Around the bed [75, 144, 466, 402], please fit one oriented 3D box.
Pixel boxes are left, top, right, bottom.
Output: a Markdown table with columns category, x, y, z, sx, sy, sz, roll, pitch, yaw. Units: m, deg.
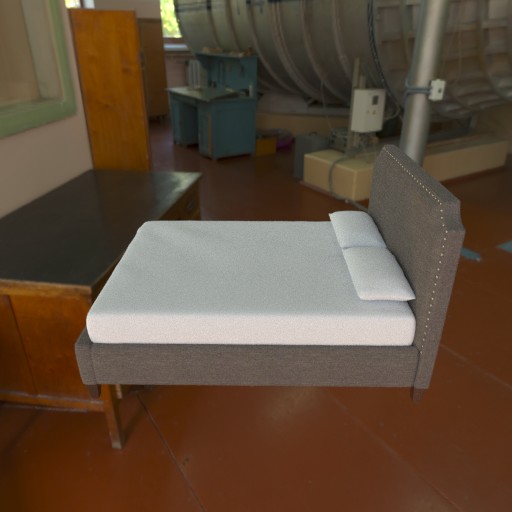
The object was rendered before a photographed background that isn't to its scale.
| category | x | y | z | sx | sy | sz | roll | pitch | yaw |
| --- | --- | --- | --- | --- | --- | --- | --- | --- | --- |
| bed | 0.000 | 0.000 | 3.524 | 2.381 | 1.457 | 1.713 | 0 | 27 | 1 |
